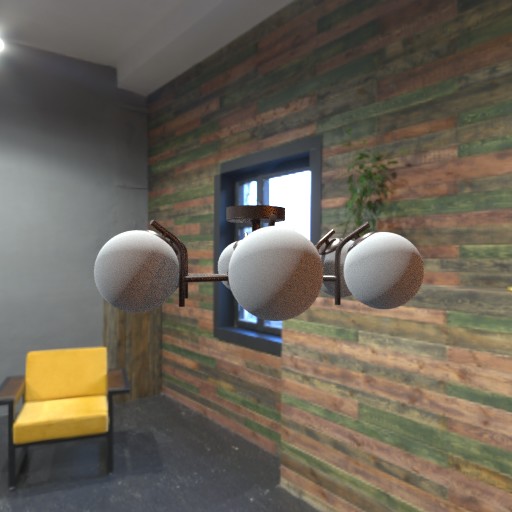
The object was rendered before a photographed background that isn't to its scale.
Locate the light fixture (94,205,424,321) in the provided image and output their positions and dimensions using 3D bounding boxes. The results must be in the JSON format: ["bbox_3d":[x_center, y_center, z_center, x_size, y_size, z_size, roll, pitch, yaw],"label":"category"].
[{"bbox_3d":[0.000,0.000,0.934,0.662,0.201,0.662,0,0,0],"label":"light fixture"}]
